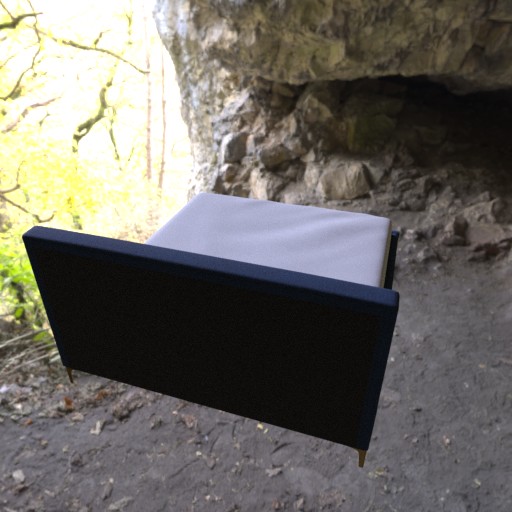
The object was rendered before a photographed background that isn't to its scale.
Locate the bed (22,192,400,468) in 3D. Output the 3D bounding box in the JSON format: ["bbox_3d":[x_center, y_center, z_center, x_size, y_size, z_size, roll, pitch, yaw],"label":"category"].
[{"bbox_3d":[0.000,0.000,3.437,2.096,1.231,2.232,10,33,16],"label":"bed"}]
